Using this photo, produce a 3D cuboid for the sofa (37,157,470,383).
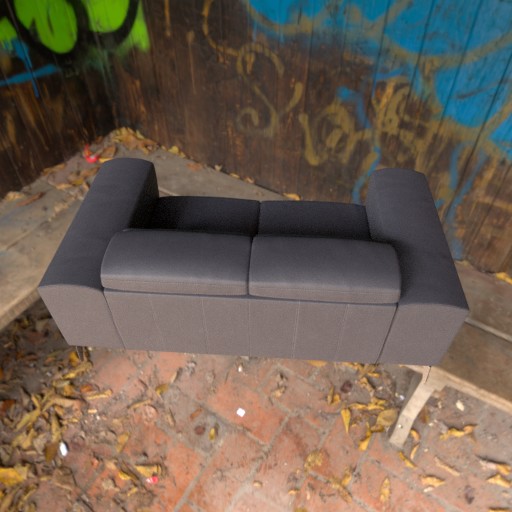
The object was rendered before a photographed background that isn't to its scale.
[{"bbox_3d":[0.000,0.000,2.401,1.895,0.779,1.003,3,46,3],"label":"sofa"}]
